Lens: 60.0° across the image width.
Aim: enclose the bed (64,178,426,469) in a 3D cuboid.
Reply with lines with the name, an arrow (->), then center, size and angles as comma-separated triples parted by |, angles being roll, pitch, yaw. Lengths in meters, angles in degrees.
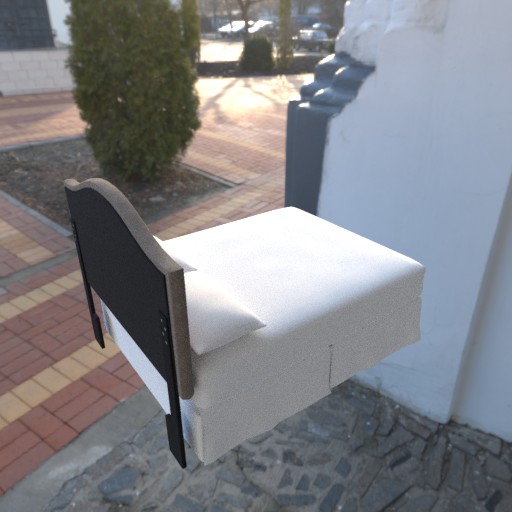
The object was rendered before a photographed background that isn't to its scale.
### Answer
bed -> 0.000, 0.000, 3.317 | 2.153, 1.518, 1.713 | -19, 33, -32
